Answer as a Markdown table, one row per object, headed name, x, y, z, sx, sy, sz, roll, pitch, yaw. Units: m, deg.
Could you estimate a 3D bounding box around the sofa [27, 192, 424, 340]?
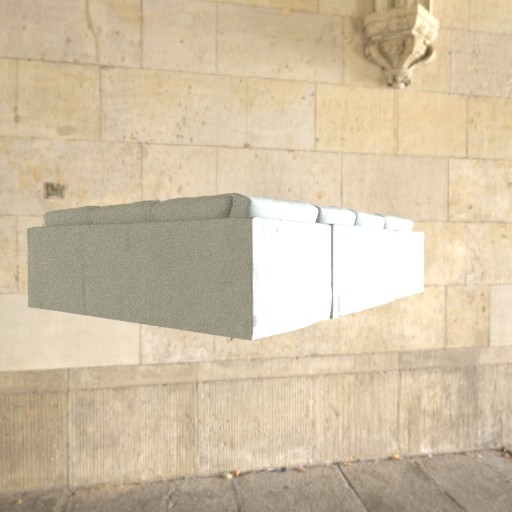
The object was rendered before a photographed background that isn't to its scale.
| name | x | y | z | sx | sy | sz | roll | pitch | yaw |
| --- | --- | --- | --- | --- | --- | --- | --- | --- | --- |
| sofa | 0.000 | 0.000 | 4.511 | 2.440 | 0.869 | 3.434 | 1 | 1 | 36 |
